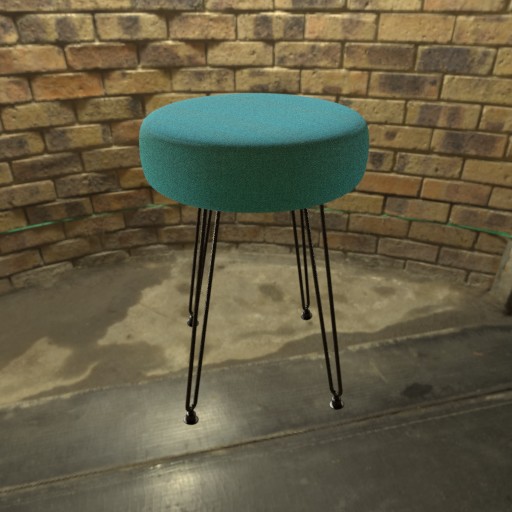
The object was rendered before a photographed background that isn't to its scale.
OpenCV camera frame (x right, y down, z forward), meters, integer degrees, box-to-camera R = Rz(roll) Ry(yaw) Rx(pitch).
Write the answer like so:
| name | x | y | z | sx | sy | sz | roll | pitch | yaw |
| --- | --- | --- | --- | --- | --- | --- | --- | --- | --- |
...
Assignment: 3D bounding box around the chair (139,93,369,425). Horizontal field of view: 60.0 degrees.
| name | x | y | z | sx | sy | sz | roll | pitch | yaw |
| --- | --- | --- | --- | --- | --- | --- | --- | --- | --- |
| chair | 0.000 | 0.000 | 0.684 | 0.350 | 0.440 | 0.350 | 22 | 37 | 32 |
